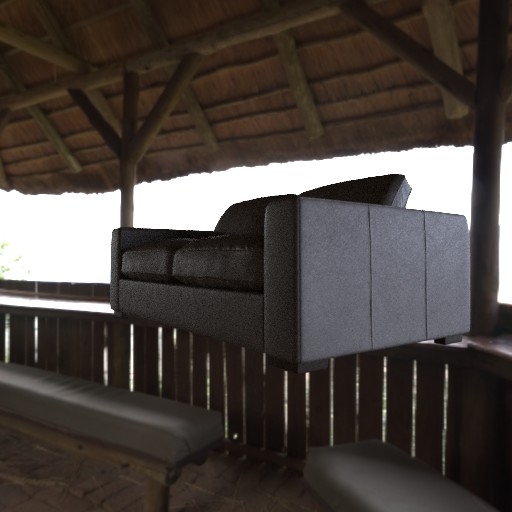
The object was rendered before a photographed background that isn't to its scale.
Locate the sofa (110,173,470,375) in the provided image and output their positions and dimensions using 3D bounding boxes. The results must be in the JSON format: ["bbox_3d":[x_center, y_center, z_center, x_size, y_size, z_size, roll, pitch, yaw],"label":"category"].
[{"bbox_3d":[0.000,0.000,2.492,1.070,0.800,1.920,0,0,-36],"label":"sofa"}]
